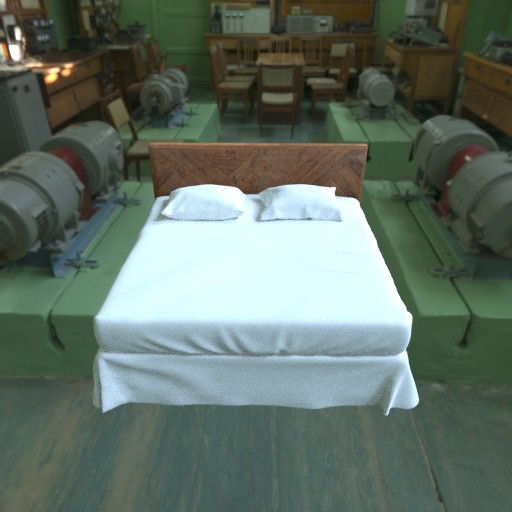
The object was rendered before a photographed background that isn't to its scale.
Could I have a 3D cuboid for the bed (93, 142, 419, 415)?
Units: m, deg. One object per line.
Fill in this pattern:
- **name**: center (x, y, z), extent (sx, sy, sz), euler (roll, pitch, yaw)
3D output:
- **bed**: center (0.000, 0.000, 3.493), extent (2.255, 1.158, 2.165), euler (0, 31, 1)
